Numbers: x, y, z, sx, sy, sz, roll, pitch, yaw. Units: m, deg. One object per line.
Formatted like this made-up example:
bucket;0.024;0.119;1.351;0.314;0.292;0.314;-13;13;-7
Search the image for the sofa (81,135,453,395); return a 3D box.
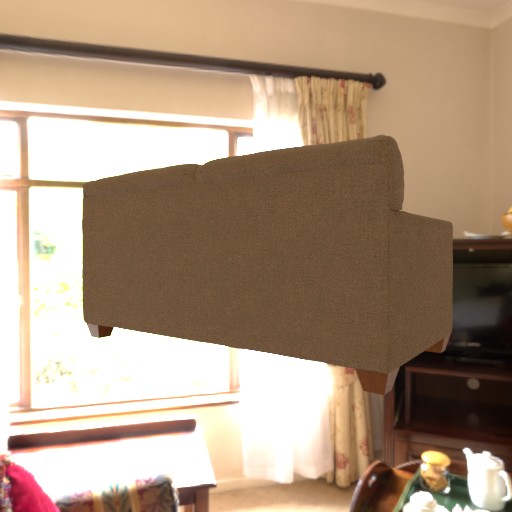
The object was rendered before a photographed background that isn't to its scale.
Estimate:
sofa;0.000;0.000;2.441;1.846;0.958;1.000;1;1;36
